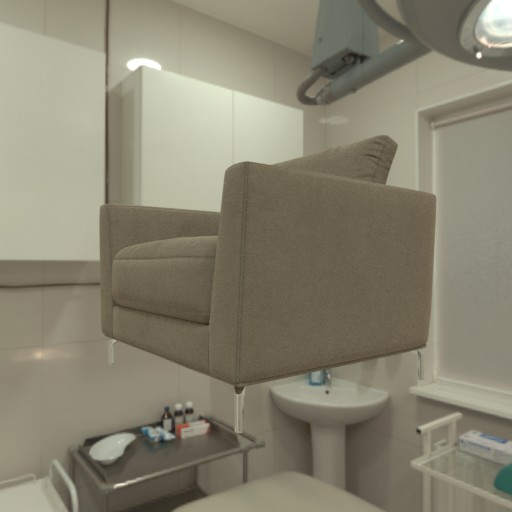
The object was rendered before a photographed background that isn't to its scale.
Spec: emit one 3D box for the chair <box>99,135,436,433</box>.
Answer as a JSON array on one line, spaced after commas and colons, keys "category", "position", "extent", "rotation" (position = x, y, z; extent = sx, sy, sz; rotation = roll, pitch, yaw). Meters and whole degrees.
[{"category": "chair", "position": [0.000, 0.000, 1.659], "extent": [0.889, 0.864, 1.041], "rotation": [1, -1, -38]}]
